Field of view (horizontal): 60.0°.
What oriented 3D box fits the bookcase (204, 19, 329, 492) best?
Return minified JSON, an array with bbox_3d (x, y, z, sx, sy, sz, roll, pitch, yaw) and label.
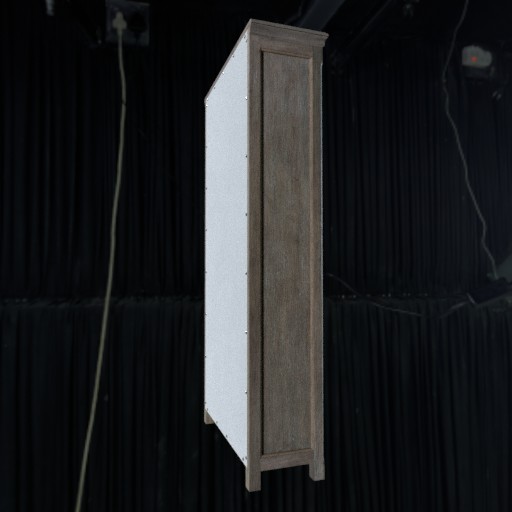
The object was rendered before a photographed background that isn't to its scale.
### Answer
[{"bbox_3d":[0.000,0.000,2.225,0.348,1.880,0.906,1,-2,-19],"label":"bookcase"}]
